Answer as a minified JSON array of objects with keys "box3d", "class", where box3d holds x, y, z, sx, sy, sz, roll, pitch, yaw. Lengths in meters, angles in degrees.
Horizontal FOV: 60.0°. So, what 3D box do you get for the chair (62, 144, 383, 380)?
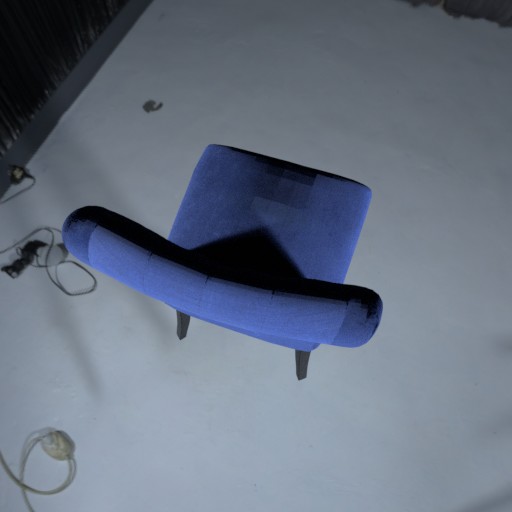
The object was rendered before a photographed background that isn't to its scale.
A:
[{"box3d":[0.000,0.000,1.181,0.585,0.753,0.606,17,63,9],"class":"chair"}]
